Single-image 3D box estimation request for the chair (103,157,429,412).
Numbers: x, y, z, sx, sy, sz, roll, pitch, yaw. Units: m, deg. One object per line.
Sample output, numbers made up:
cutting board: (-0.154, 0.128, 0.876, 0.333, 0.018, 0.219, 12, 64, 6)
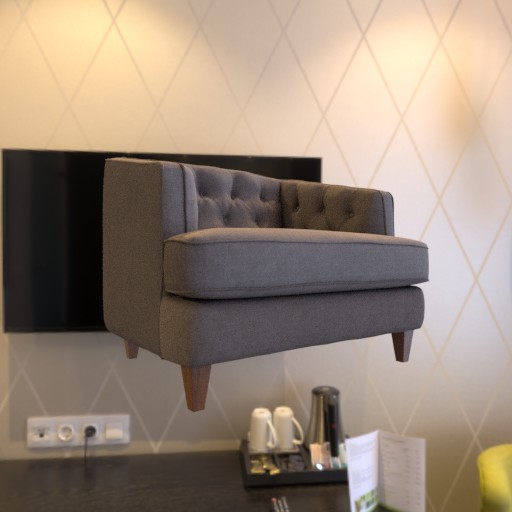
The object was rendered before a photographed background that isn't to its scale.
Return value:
chair: (0.000, 0.000, 1.798, 1.104, 0.852, 0.941, 0, 0, -36)
